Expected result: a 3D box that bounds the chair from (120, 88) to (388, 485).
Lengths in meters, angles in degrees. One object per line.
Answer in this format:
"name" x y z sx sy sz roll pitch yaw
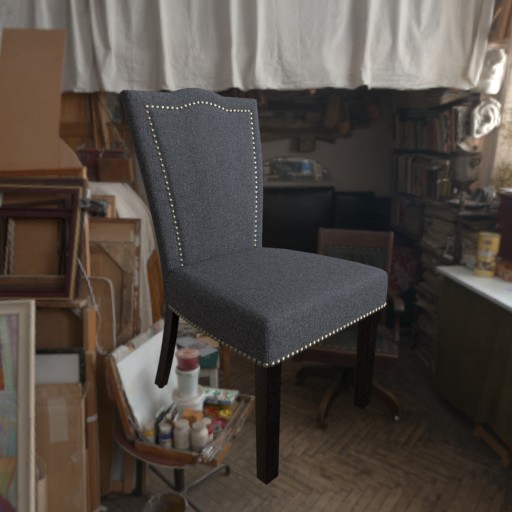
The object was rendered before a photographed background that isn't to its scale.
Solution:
"chair" 0.000 0.000 1.282 0.589 0.946 0.518 15 21 43
